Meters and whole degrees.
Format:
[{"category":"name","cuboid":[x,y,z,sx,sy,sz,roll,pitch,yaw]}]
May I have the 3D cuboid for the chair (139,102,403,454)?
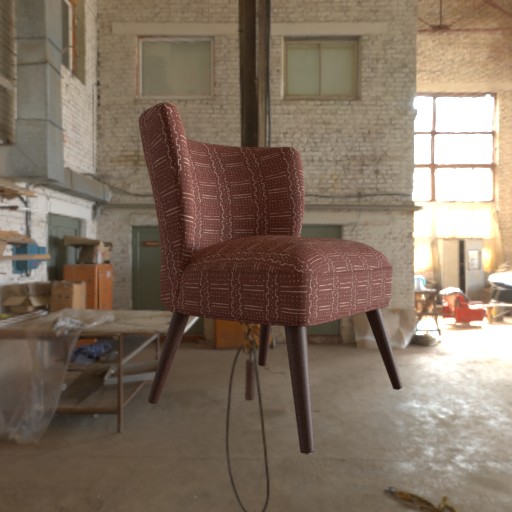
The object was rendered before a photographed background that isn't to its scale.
[{"category":"chair","cuboid":[0.000,0.000,1.426,0.758,0.866,0.706,0,0,37]}]
